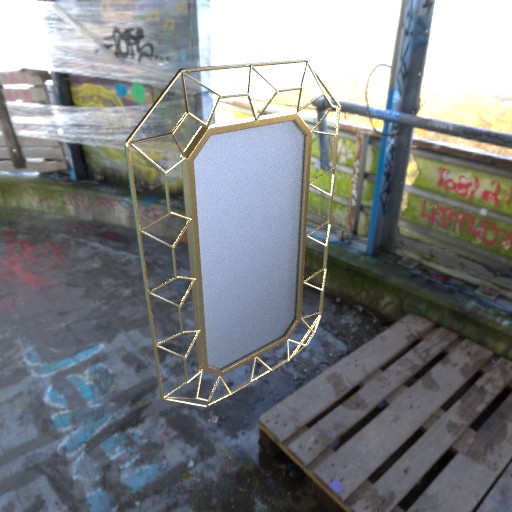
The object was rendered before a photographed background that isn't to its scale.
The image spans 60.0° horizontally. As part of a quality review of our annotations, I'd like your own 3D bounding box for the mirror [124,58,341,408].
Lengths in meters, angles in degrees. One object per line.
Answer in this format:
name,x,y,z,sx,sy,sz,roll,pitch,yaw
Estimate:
mirror,0.000,0.000,1.088,0.572,0.870,0.051,-21,35,-33
